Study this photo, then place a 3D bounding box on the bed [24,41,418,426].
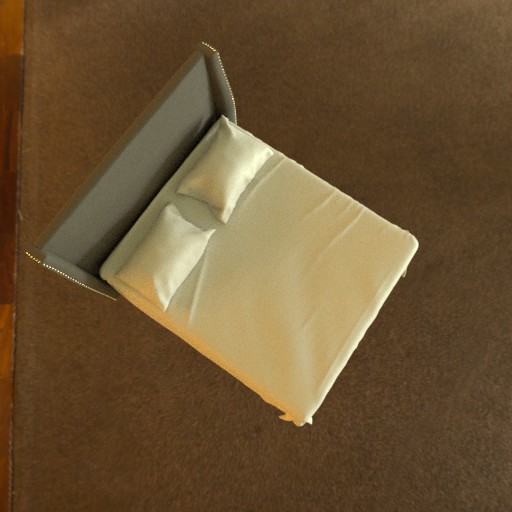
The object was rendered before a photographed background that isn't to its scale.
[{"bbox_3d":[0.000,0.000,3.438,2.276,1.332,1.925,34,79,8],"label":"bed"}]
